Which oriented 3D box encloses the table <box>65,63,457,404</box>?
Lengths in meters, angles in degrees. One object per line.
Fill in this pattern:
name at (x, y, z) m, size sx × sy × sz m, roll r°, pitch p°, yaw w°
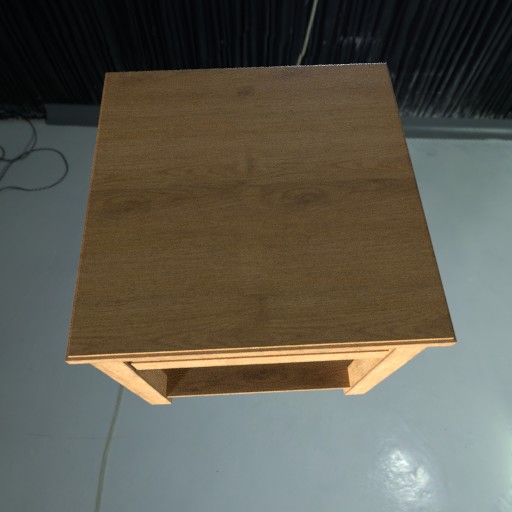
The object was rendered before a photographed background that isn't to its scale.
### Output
table at (0.000, 0.000, 1.079) m, size 0.612 × 0.593 × 0.616 m, roll -2°, pitch 64°, yaw -1°
